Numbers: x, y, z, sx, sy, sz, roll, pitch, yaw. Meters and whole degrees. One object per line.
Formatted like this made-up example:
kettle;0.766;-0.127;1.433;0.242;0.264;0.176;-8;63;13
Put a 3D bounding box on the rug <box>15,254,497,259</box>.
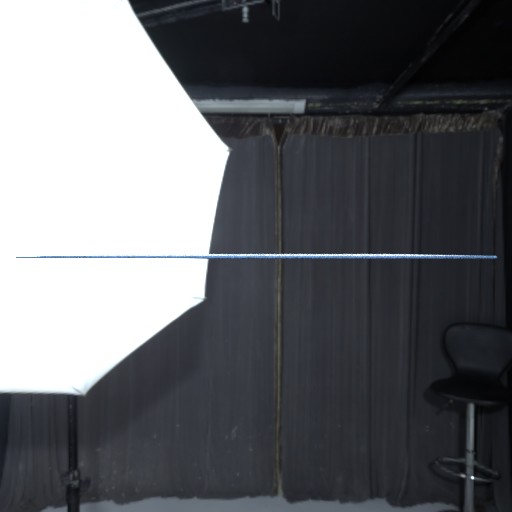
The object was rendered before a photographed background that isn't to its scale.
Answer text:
rug;0.000;0.000;3.000;2.441;0.015;1.526;0;1;0
